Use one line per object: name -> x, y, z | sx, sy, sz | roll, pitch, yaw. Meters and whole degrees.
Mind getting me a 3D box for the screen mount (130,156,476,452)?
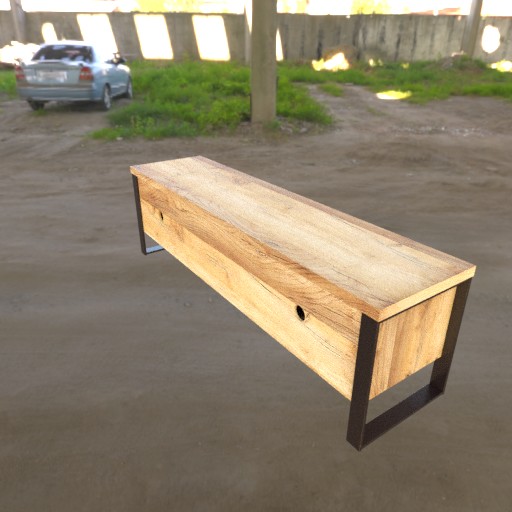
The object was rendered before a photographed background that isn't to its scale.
screen mount -> 0.000, 0.000, 1.744 | 0.395, 0.450, 1.524 | -17, 31, -31
